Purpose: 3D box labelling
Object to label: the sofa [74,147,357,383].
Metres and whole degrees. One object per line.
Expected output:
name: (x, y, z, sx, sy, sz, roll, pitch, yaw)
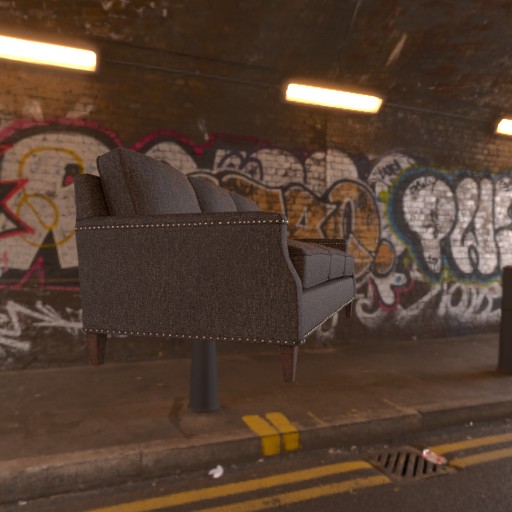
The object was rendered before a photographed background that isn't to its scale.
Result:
sofa: (0.000, 0.000, 2.870, 1.084, 1.003, 2.246, 0, -1, 18)
